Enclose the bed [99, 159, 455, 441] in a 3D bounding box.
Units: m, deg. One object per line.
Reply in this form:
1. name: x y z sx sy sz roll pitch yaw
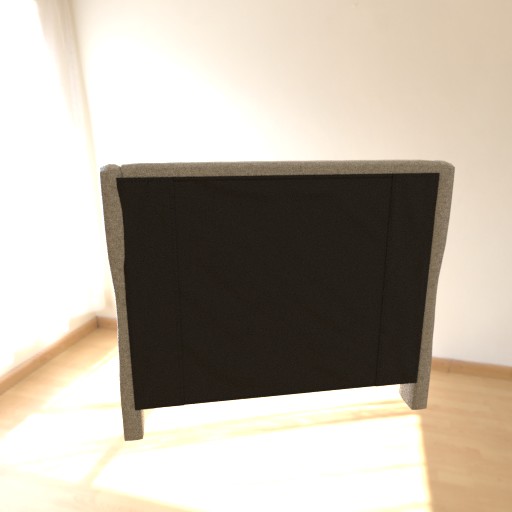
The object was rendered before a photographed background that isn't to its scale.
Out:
1. bed: 0.000 0.000 3.925 2.219 1.771 2.347 -3 16 -9
